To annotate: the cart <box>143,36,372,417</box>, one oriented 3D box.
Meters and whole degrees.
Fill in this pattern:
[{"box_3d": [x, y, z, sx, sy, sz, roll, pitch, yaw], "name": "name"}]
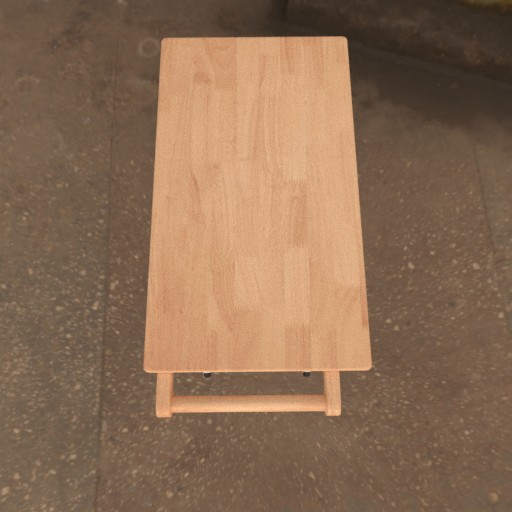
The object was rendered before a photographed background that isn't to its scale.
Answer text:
[{"box_3d": [0.000, 0.000, 1.345, 0.432, 0.879, 0.853, -1, 75, 0], "name": "cart"}]
